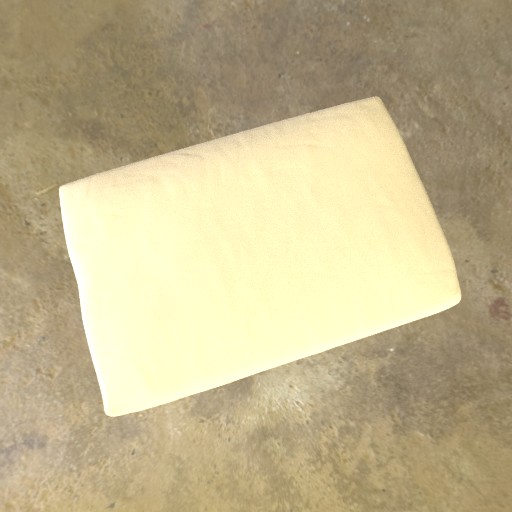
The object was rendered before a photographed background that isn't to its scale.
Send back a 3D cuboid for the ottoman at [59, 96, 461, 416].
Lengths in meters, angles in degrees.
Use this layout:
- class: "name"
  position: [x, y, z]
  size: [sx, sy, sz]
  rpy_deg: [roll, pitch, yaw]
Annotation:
- class: "ottoman"
  position: [0.000, 0.000, 1.201]
  size: [0.872, 0.444, 0.590]
  rpy_deg: [-17, 76, -4]
